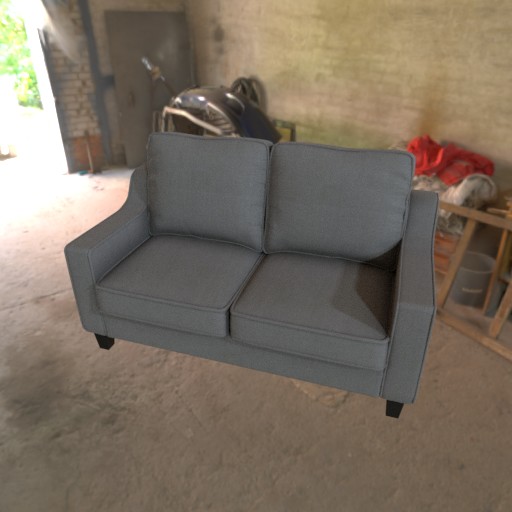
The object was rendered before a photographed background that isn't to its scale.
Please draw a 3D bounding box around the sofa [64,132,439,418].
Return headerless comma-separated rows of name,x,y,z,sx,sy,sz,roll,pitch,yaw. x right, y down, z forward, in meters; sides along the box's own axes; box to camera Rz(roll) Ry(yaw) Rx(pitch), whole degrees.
sofa,0.000,0.000,2.024,1.500,0.948,0.791,9,30,16
